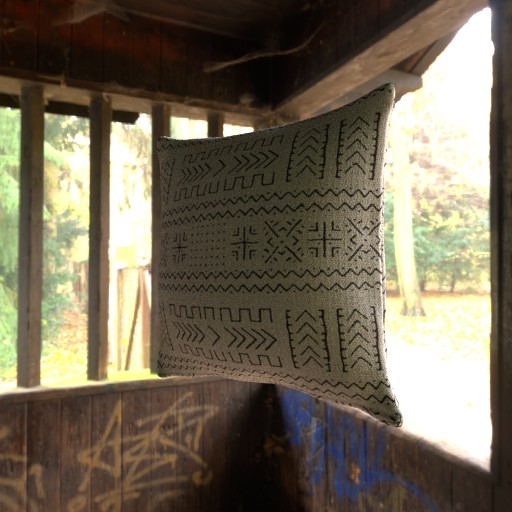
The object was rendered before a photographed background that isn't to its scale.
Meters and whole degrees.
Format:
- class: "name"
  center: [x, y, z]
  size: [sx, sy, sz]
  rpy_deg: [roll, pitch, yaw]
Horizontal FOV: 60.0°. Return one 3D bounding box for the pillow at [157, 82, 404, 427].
- class: "pillow"
  center: [0.000, 0.000, 0.665]
  size: [0.438, 0.430, 0.164]
  rpy_deg: [-1, -1, 37]
